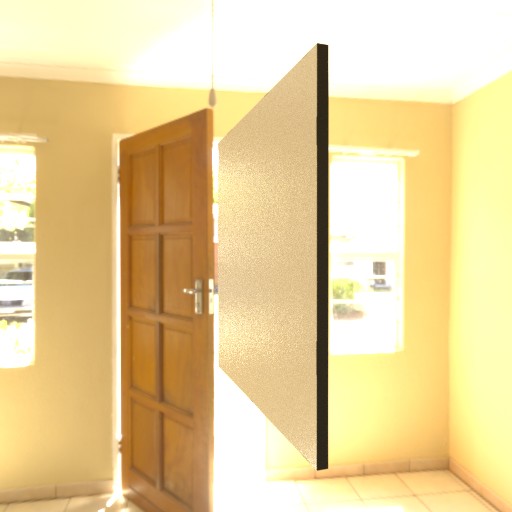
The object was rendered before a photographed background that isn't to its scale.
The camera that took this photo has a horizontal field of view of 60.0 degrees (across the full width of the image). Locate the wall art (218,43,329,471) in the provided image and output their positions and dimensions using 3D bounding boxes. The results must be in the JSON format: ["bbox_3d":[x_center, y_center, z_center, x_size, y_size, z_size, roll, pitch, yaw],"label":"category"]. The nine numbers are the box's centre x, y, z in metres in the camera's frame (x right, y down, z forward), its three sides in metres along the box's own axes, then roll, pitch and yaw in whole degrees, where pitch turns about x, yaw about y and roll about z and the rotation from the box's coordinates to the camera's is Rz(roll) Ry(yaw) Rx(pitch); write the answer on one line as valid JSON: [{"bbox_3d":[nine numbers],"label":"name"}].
[{"bbox_3d":[0.000,0.000,0.674,0.014,0.445,0.446,0,1,-18],"label":"wall art"}]
